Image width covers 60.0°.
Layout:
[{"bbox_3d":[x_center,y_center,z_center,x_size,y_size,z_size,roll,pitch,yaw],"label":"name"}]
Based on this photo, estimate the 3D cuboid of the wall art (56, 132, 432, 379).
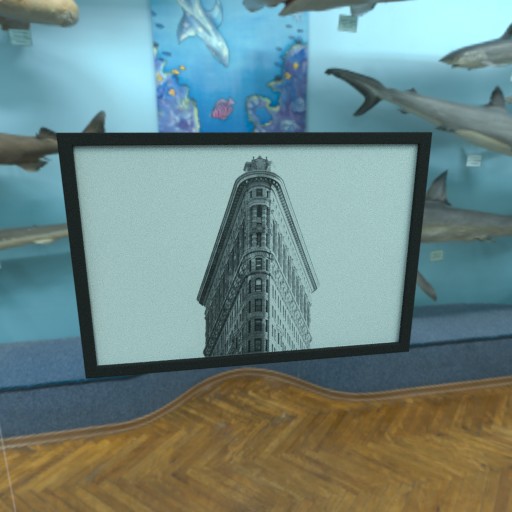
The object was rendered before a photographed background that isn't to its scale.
[{"bbox_3d":[0.000,0.000,1.221,0.958,0.656,0.026,-3,16,-9],"label":"wall art"}]
